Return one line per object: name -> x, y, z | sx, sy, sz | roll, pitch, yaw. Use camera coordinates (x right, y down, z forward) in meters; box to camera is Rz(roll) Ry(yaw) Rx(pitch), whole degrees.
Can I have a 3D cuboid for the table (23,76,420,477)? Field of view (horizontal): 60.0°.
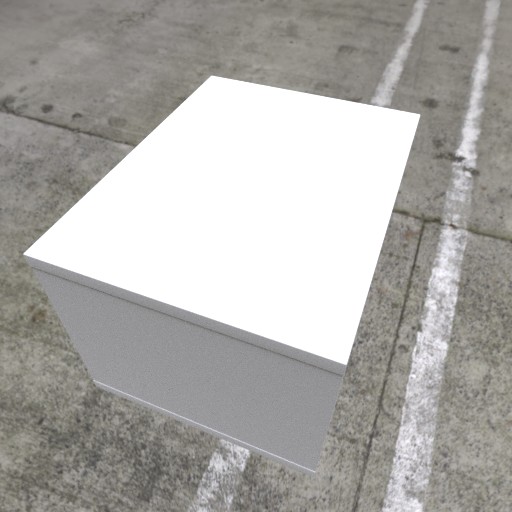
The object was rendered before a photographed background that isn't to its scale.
table -> 0.000, 0.000, 0.776 | 0.399, 0.357, 0.517 | 16, 49, 15
